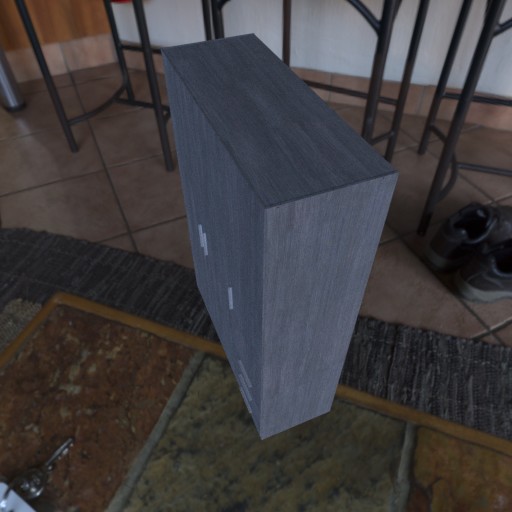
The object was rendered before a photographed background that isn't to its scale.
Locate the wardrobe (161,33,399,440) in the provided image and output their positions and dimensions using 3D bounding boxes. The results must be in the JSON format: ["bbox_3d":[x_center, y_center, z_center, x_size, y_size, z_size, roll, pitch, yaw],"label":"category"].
[{"bbox_3d":[0.000,0.000,2.532,0.510,1.910,1.290,-17,50,-15],"label":"wardrobe"}]
